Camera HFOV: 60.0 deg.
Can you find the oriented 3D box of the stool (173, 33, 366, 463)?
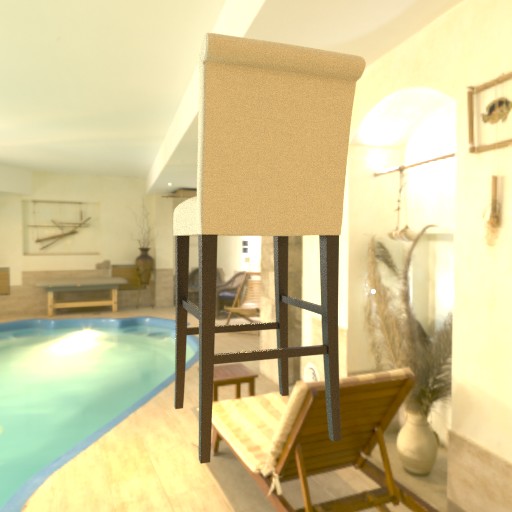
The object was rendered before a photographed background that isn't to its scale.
[{"bbox_3d":[0.000,0.000,1.431,0.452,1.124,0.597,-1,2,-19],"label":"stool"}]
